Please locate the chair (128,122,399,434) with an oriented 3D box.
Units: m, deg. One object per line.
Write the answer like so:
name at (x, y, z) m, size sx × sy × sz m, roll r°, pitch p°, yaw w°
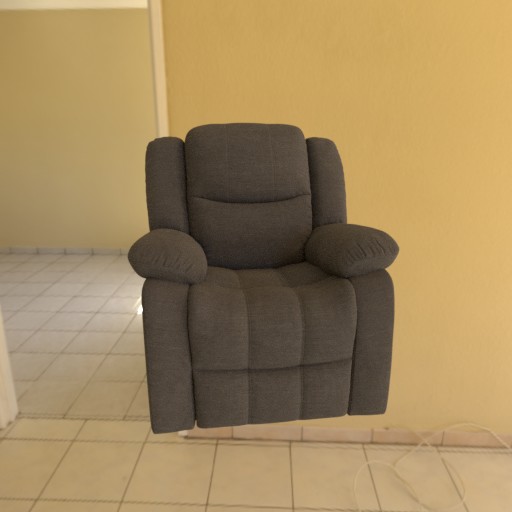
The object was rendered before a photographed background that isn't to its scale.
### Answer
chair at (0.000, 0.000, 1.758) m, size 0.899 × 1.008 × 0.944 m, roll -2°, pitch 17°, yaw -7°
